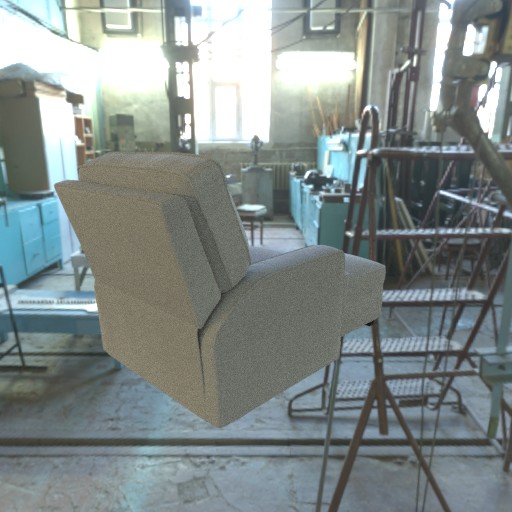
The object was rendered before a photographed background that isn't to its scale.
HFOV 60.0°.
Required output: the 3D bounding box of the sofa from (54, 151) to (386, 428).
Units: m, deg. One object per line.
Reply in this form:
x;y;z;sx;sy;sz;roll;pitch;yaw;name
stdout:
0.000;0.000;2.045;0.861;0.959;1.472;14;21;43;sofa
